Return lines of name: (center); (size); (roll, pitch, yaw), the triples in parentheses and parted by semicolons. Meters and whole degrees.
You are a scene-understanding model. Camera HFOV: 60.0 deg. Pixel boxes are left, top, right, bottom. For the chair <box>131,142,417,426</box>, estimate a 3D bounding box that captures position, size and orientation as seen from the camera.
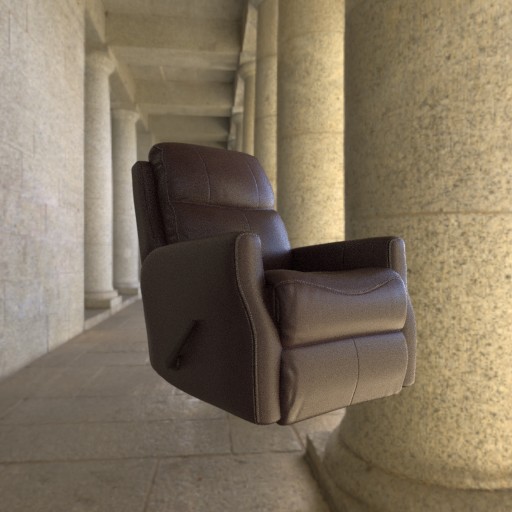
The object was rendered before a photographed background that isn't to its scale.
chair: (0.000, 0.000, 1.793); (0.829, 1.030, 1.080); (0, 0, -35)
